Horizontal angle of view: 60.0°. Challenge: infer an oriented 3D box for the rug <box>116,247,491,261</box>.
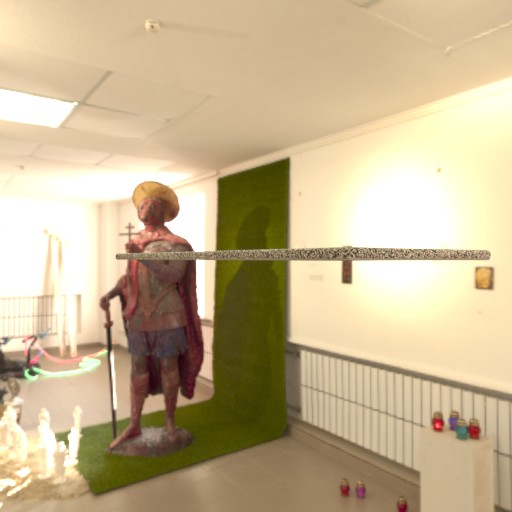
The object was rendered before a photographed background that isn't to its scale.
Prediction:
[{"bbox_3d":[0.000,0.000,1.735,0.609,0.030,1.524,0,0,-36],"label":"rug"}]
